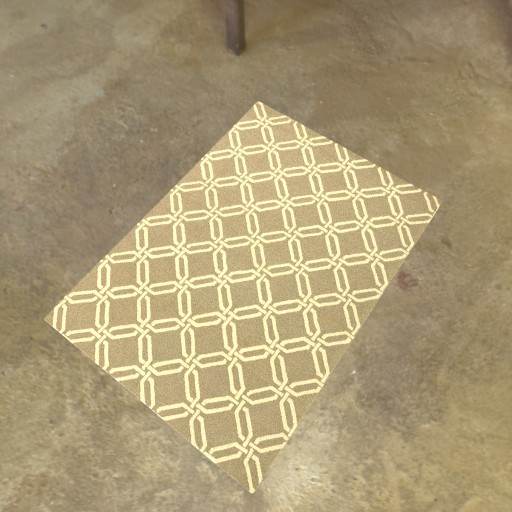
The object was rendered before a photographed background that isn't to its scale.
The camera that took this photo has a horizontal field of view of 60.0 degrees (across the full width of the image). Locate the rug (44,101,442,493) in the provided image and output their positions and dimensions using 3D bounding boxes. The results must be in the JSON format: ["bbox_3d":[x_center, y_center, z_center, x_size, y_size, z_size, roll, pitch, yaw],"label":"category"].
[{"bbox_3d":[0.000,0.000,4.430,2.441,0.020,3.419,33,68,15],"label":"rug"}]
